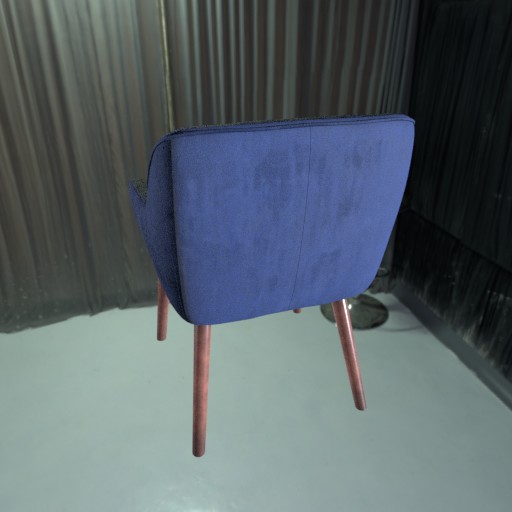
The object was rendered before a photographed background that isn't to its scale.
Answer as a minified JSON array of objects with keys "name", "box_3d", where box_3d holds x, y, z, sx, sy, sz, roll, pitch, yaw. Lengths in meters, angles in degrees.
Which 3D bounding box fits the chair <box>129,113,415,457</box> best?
[{"name":"chair","box_3d":[0.000,0.000,1.217,0.600,0.820,0.600,-9,28,-17]}]
